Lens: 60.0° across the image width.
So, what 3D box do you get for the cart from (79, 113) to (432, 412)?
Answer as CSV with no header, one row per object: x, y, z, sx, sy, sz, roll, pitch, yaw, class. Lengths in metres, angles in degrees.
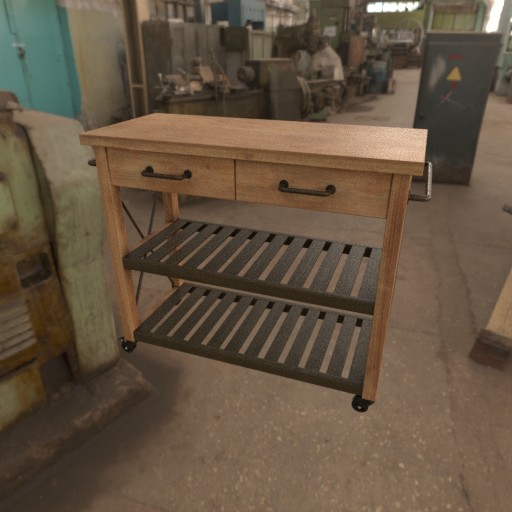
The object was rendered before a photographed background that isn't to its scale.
0.000,0.000,1.011,0.686,0.554,0.298,9,28,18,cart
